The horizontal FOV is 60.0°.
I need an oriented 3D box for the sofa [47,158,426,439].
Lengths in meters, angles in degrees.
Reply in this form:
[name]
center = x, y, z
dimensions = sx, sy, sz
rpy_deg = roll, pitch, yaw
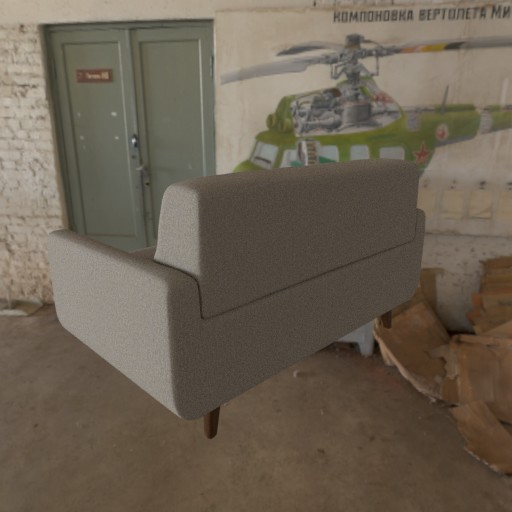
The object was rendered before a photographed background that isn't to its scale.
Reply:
[sofa]
center = 0.000, 0.000, 2.187
dimensions = 1.651, 0.925, 0.952
rpy_deg = -16, 23, -42
